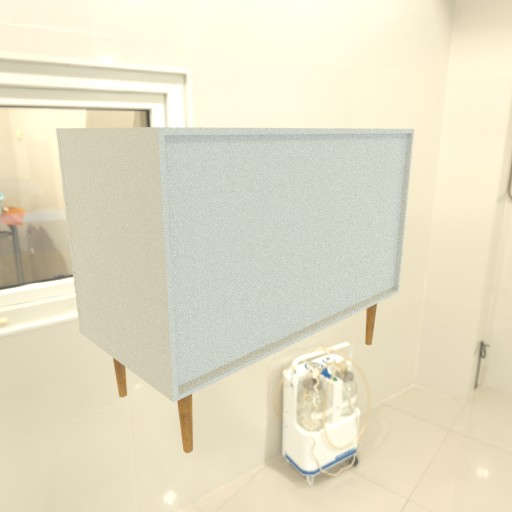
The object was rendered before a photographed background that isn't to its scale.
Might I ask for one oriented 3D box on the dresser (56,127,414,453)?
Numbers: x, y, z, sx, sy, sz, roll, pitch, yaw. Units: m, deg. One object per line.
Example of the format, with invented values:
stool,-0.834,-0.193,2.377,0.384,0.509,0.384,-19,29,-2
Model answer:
dresser,0.000,0.000,1.306,0.905,0.721,0.457,-15,21,-42
